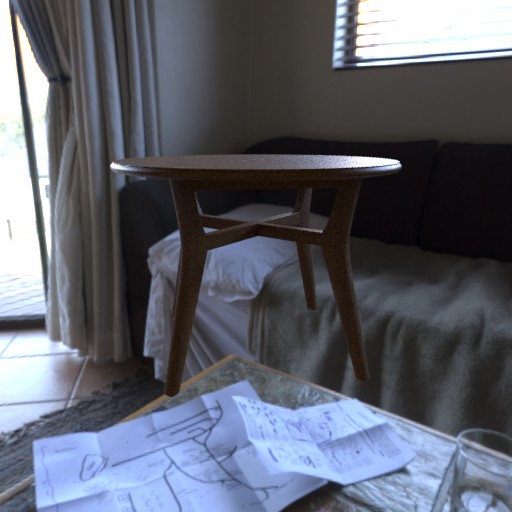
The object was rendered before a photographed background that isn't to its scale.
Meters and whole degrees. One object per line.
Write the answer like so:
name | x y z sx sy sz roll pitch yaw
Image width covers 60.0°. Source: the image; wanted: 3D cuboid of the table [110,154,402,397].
table | 0.000 0.000 1.780 1.055 0.757 1.055 0 15 0
